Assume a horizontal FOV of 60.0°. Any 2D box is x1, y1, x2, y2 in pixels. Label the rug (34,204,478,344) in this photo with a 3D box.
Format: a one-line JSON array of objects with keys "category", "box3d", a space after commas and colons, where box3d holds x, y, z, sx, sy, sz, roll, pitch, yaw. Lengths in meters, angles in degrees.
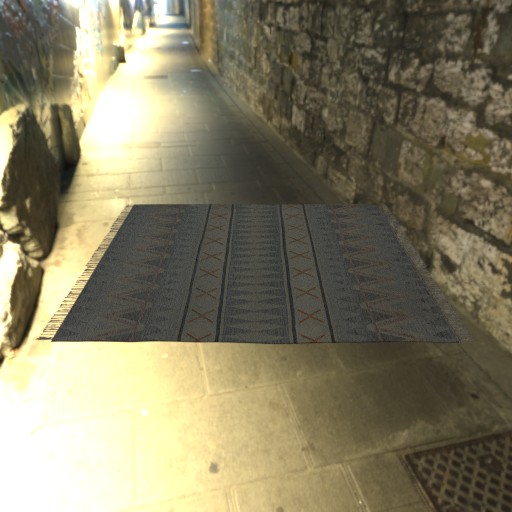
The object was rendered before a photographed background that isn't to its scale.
[{"category": "rug", "box3d": [0.000, 0.000, 4.001, 3.000, 0.012, 2.371, 0, 30, 0]}]
